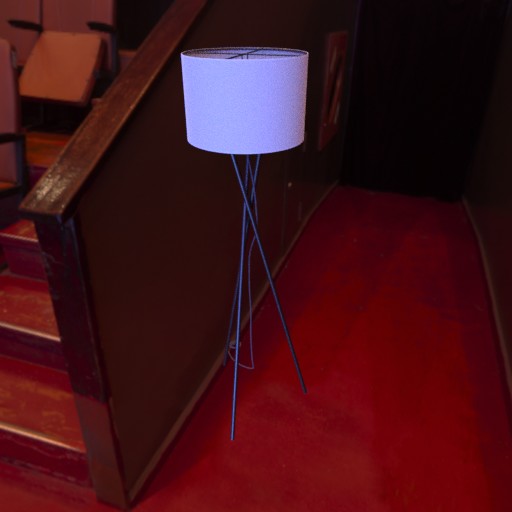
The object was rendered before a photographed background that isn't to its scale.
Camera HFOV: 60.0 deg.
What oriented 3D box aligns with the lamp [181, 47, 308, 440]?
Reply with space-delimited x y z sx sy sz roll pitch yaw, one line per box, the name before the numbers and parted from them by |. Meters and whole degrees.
lamp | 0.000 0.000 1.934 0.522 1.624 0.667 9 31 15
